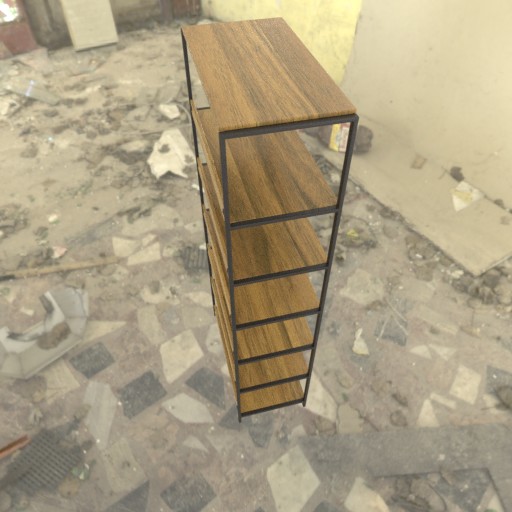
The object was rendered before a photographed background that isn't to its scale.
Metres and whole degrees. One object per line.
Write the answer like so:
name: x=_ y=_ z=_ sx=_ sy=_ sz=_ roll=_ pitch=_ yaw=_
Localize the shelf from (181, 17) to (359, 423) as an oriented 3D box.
shelf: x=0.000 y=0.000 z=2.308 sx=0.431 sy=2.015 sz=0.847 roll=-10 pitch=48 yaw=-10
